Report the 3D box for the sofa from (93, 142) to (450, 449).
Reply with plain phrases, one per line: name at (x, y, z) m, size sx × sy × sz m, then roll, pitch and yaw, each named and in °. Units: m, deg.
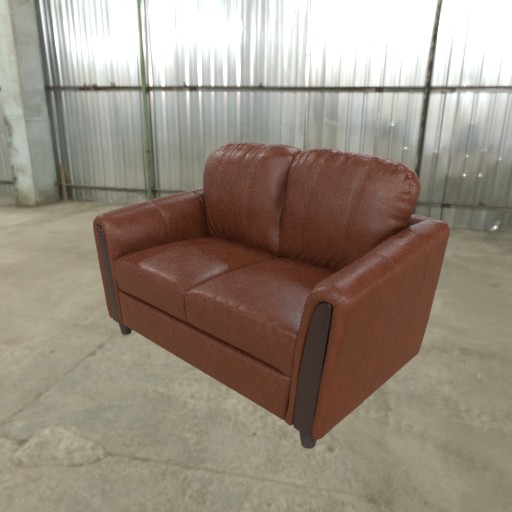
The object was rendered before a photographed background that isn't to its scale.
sofa at (0.000, 0.000, 1.942) m, size 1.406 × 0.906 × 0.805 m, roll 16°, pitch 24°, yaw 41°
